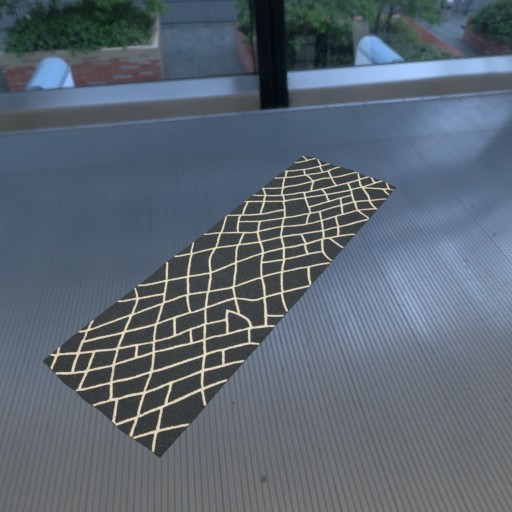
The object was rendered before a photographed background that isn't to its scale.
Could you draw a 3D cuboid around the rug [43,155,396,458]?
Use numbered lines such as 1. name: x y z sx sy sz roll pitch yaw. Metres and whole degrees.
1. rug: 0.000 0.000 2.712 0.807 0.010 2.476 26 48 26
